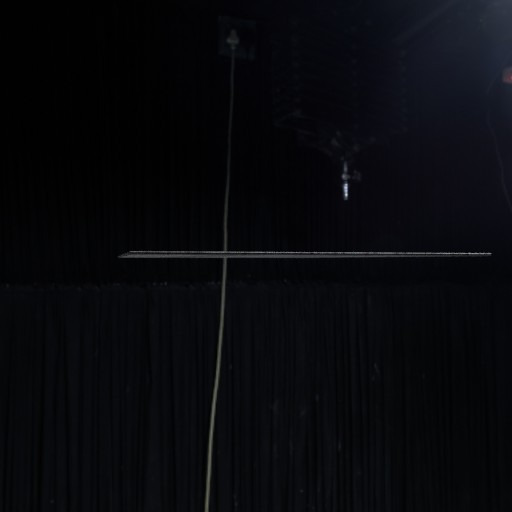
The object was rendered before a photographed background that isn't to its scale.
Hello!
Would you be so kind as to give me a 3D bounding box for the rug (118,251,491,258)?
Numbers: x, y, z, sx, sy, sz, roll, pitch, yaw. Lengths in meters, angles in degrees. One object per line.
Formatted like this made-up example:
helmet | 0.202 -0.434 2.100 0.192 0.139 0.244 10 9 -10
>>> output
rug | 0.000 0.000 3.991 2.317 0.016 2.959 0 0 -18
